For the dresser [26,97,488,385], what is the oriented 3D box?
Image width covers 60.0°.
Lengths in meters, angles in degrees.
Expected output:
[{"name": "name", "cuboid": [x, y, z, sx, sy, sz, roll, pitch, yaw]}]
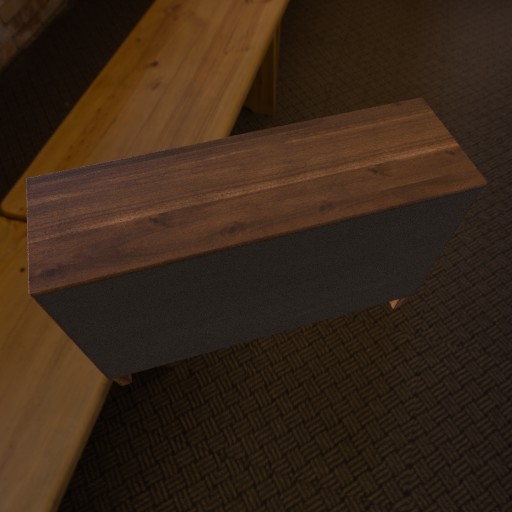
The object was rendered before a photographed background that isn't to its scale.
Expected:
[{"name": "dresser", "cuboid": [0.000, 0.000, 1.772, 1.387, 0.892, 0.438, -14, 58, -9]}]
